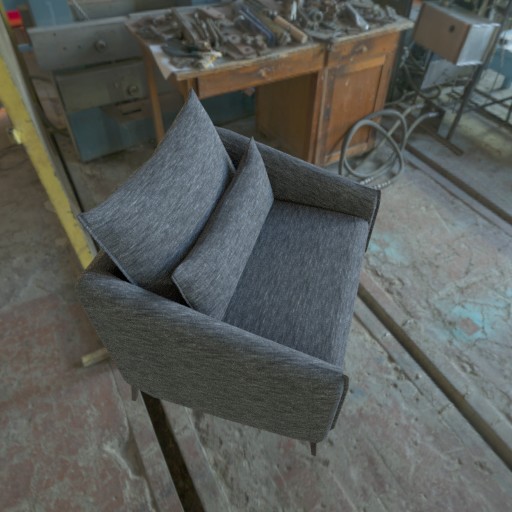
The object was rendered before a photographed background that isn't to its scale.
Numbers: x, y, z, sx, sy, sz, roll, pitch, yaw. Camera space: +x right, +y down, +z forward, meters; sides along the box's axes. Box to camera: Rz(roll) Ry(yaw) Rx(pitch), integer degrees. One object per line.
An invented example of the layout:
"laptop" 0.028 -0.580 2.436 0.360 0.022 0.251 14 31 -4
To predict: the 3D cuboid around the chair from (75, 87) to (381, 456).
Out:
"chair" 0.000 0.000 1.621 0.805 0.842 1.004 12 47 12
